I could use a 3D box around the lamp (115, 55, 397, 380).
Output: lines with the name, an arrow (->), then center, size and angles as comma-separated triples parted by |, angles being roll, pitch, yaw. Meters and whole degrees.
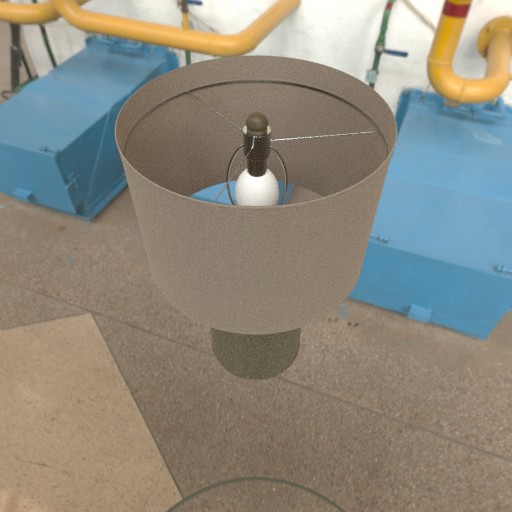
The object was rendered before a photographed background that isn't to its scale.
lamp -> 0.000, 0.000, 0.687 | 0.318, 0.486, 0.318 | 0, 48, 0
